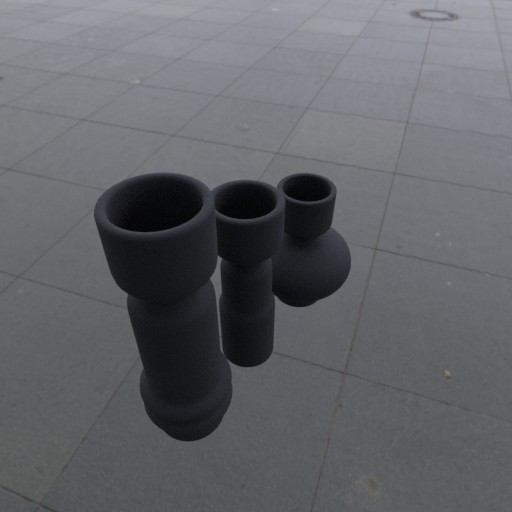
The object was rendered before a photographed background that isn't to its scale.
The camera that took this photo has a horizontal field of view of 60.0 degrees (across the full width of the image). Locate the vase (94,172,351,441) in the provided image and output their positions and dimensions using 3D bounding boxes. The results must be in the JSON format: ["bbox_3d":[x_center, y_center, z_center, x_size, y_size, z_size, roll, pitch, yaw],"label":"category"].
[{"bbox_3d":[0.000,0.000,0.430,0.120,0.249,0.307,25,46,26],"label":"vase"}]
